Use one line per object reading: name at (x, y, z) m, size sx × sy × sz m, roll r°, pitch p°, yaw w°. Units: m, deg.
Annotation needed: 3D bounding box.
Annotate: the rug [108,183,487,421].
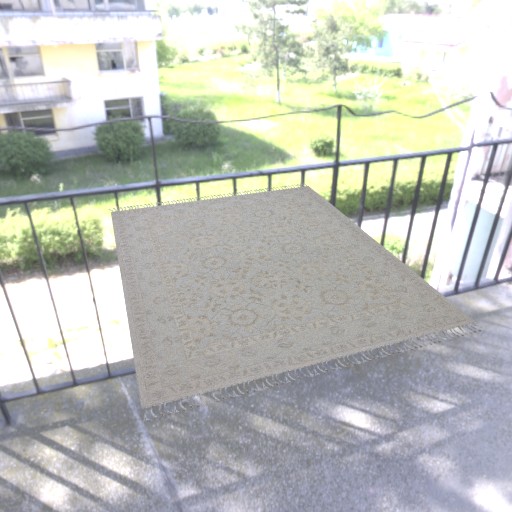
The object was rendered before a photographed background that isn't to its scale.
rug at (0.000, 0.000, 4.041) m, size 2.444 × 0.013 × 3.043 m, roll -10°, pitch 32°, yaw -17°
